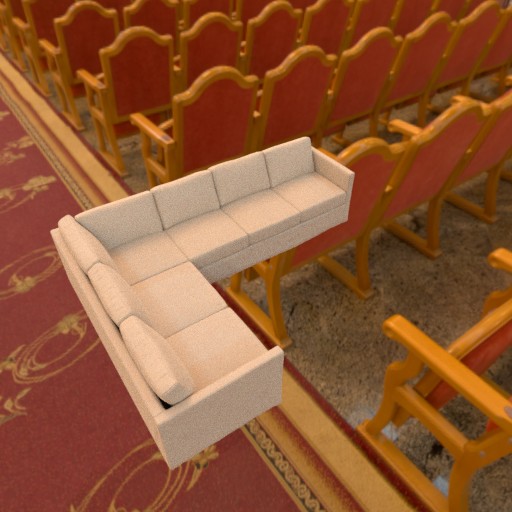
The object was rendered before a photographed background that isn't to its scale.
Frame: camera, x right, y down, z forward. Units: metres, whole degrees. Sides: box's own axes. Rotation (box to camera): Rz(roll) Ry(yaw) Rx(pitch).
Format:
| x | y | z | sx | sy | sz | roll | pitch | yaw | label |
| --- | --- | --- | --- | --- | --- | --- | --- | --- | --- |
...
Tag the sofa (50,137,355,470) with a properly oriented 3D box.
| x | y | z | sx | sy | sz | roll | pitch | yaw | label |
| --- | --- | --- | --- | --- | --- | --- | --- | --- | --- |
| 0.000 | 0.000 | 4.362 | 3.182 | 0.871 | 2.432 | -25 | 47 | -25 | sofa |
